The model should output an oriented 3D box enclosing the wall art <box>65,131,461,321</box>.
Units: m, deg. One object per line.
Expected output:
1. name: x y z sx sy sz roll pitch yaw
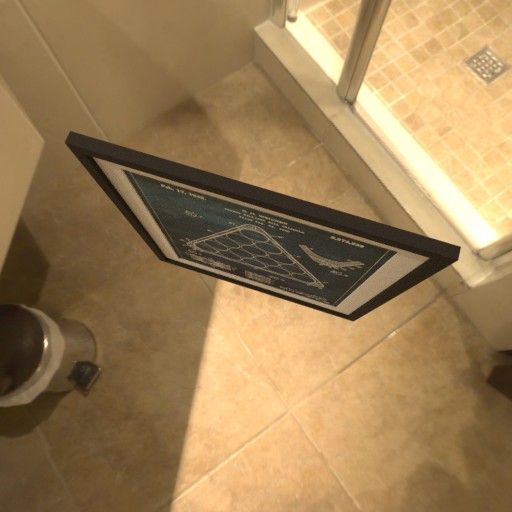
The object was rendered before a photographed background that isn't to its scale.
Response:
1. wall art: 0.000 0.000 1.229 0.755 0.863 0.028 17 75 5
